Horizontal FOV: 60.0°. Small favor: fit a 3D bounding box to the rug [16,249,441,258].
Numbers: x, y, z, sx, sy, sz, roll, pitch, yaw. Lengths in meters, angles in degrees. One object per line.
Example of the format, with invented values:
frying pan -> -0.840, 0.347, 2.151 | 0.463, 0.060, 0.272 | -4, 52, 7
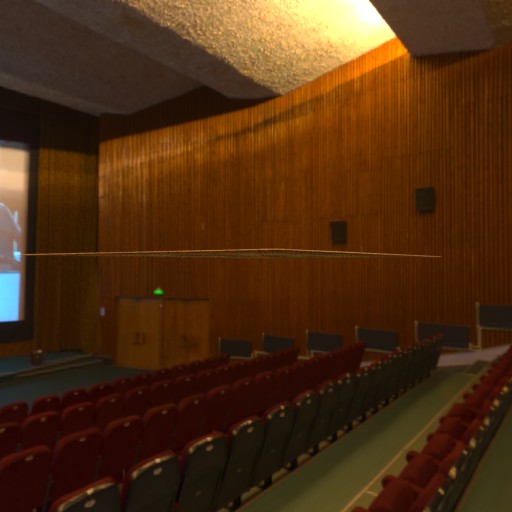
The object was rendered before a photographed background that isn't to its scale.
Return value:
rug -> 0.000, 0.000, 4.001 | 2.460, 0.005, 3.067 | -1, -1, 36
